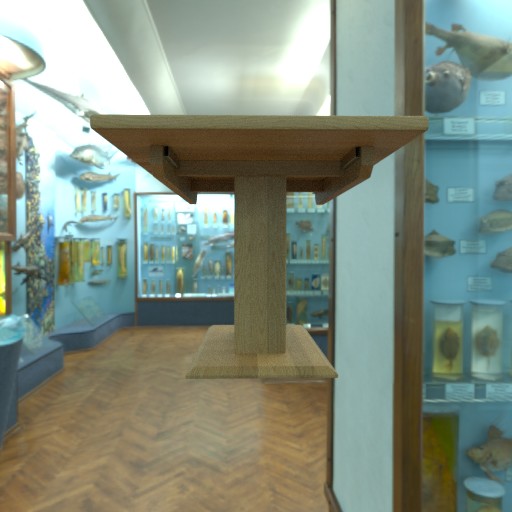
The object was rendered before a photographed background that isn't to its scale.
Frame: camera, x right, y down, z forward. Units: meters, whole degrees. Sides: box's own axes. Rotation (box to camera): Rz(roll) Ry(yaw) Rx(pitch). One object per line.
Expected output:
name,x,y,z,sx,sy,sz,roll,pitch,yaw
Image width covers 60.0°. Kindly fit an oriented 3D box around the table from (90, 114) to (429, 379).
table,0.000,0.000,1.824,0.900,0.770,1.300,0,1,-1
